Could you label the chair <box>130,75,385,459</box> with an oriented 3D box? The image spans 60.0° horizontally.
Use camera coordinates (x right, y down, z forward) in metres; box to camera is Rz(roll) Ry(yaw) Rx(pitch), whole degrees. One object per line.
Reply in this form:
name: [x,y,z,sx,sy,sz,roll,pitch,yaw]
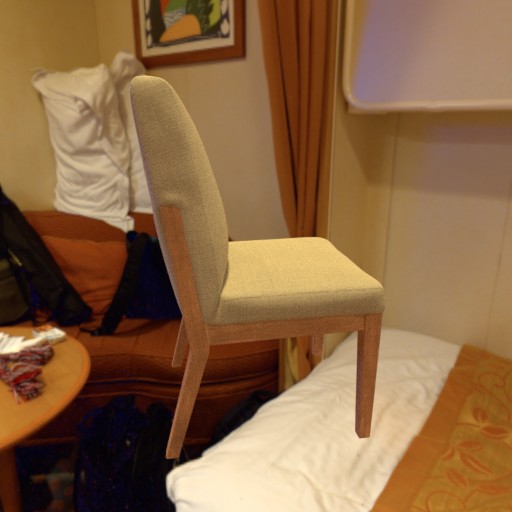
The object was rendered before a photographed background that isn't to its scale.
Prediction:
chair: [0.000,0.000,1.256,0.586,0.911,0.507,-2,17,-8]
